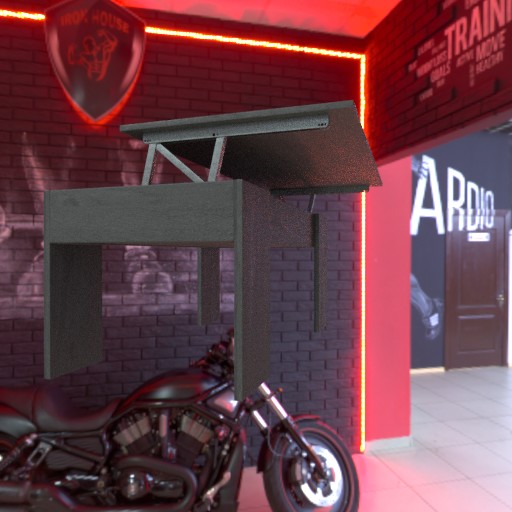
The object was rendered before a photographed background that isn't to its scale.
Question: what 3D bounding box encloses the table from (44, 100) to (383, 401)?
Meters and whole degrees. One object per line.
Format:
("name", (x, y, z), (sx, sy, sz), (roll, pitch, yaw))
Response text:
("table", (0.000, 0.000, 1.387), (0.711, 0.570, 1.000), (0, 0, 19))
